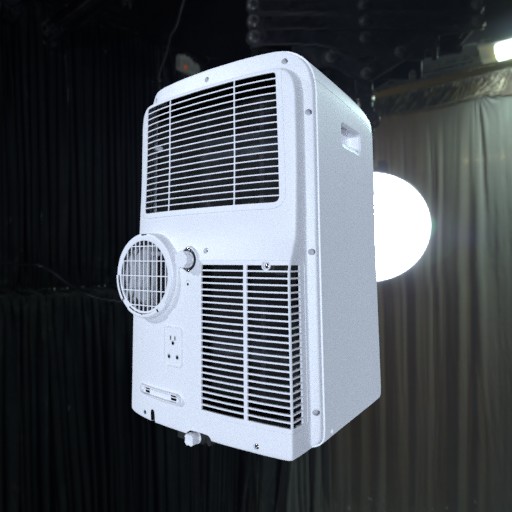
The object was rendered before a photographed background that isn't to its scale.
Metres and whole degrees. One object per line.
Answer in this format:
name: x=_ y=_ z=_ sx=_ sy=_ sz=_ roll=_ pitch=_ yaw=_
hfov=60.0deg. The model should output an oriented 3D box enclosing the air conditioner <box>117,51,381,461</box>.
air conditioner: x=0.000 y=0.000 z=1.040 sx=0.478 sy=0.765 sz=0.467 roll=0 pitch=-1 yaw=36
